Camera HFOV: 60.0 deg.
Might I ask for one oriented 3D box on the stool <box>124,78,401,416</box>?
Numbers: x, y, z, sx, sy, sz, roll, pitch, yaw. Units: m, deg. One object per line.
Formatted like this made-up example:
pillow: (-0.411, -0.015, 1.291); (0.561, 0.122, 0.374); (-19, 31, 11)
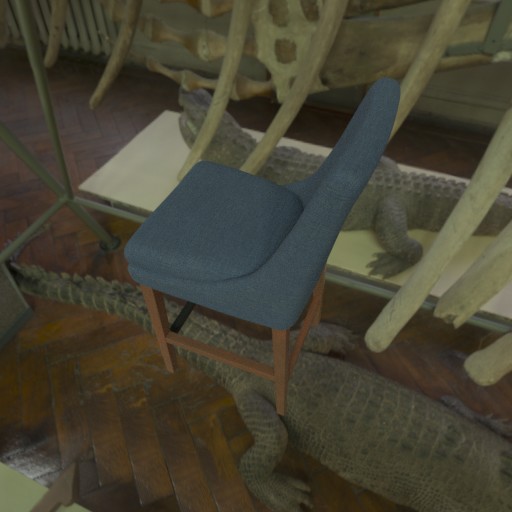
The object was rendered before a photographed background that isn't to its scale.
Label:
stool: (0.000, 0.000, 1.290); (0.577, 0.981, 0.470); (17, 48, 15)
